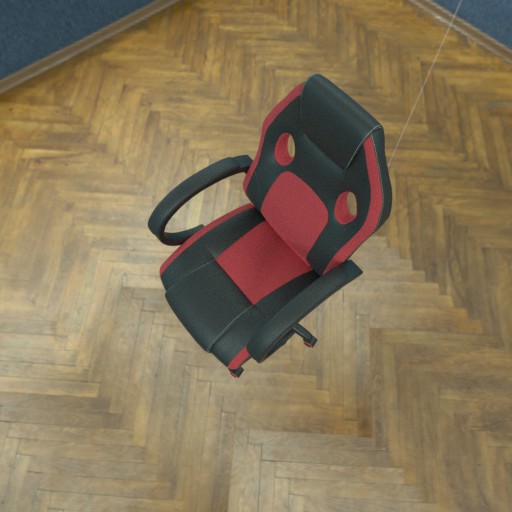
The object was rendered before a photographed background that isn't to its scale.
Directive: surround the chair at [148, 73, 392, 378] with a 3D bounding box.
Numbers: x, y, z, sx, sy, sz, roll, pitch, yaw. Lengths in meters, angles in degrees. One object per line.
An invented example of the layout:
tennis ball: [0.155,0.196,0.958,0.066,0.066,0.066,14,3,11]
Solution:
chair: [0.000,0.000,1.681,0.724,1.187,0.673,-36,70,-16]
